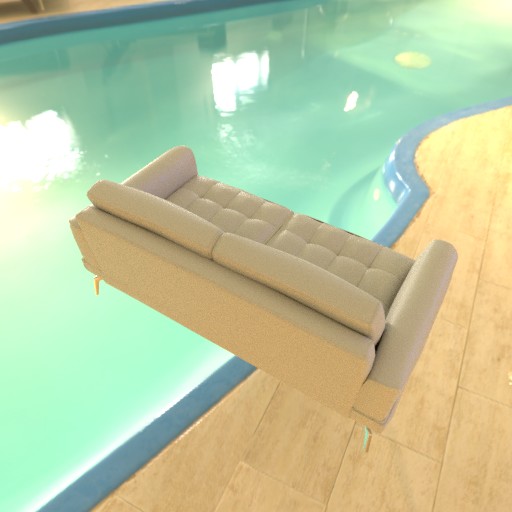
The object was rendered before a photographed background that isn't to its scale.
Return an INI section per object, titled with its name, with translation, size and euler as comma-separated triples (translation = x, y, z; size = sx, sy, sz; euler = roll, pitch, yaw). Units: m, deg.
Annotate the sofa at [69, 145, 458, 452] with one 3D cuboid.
[sofa]
translation = 0.000, 0.000, 2.752
size = 2.177, 0.930, 1.121
euler = 24, 50, 22
